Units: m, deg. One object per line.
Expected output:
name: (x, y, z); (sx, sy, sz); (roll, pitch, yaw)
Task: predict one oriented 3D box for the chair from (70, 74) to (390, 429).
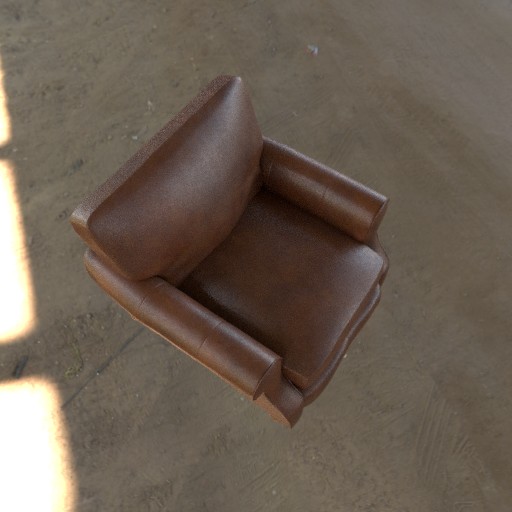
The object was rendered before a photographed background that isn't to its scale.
chair: (0.000, 0.000, 1.789); (0.992, 0.972, 0.989); (31, 63, 17)
